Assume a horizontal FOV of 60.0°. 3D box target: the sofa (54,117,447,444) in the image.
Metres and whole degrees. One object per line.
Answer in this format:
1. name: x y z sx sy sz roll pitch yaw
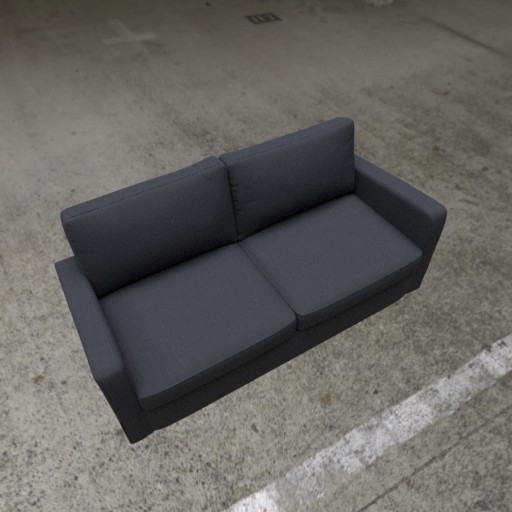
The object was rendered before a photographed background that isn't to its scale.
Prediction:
1. sofa: 0.000 0.000 2.317 1.852 0.839 0.898 -24 52 -20
